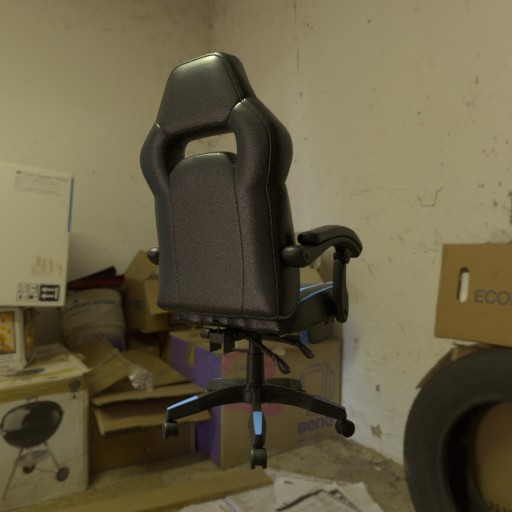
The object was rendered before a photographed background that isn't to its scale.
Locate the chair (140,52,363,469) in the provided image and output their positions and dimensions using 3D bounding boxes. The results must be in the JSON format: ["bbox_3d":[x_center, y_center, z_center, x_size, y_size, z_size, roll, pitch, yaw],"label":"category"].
[{"bbox_3d":[0.000,0.000,1.679,0.700,1.280,0.700,0,0,35],"label":"chair"}]
